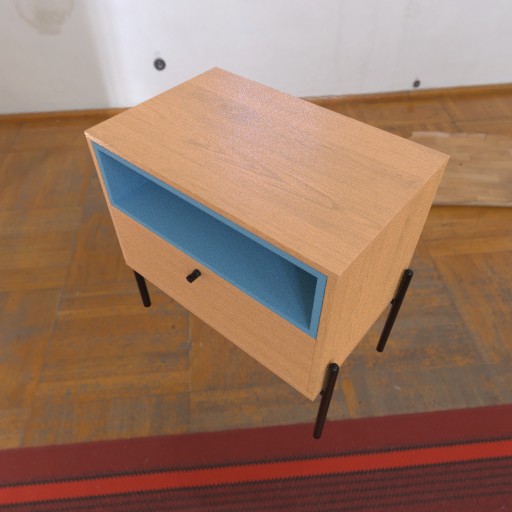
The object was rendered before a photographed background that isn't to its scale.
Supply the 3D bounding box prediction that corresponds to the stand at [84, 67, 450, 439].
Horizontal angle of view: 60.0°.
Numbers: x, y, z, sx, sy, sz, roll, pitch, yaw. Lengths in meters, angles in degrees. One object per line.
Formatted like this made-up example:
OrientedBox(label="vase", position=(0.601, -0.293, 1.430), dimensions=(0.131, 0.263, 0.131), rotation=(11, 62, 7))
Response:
OrientedBox(label="stand", position=(0.000, 0.000, 1.045), dimensions=(0.630, 0.600, 0.400), rotation=(31, 54, 26))
